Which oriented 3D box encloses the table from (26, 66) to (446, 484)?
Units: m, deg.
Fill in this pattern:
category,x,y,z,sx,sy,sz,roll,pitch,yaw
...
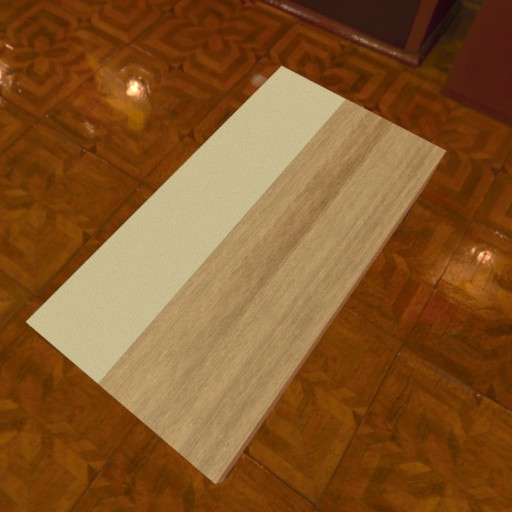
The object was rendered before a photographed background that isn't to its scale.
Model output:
category,x,y,z,sx,sy,sz,roll,pitch,yaw
table,0.000,0.000,1.365,0.600,0.350,1.100,34,69,15
